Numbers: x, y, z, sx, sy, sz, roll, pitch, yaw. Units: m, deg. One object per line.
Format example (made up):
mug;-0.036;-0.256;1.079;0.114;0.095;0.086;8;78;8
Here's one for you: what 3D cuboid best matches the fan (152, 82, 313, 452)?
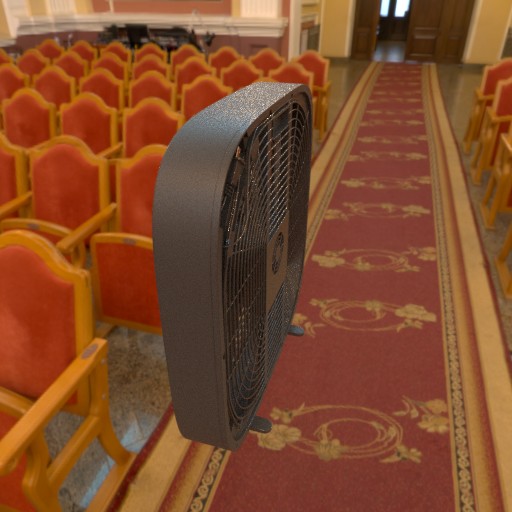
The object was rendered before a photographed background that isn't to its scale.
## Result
fan;0.000;0.000;0.771;0.142;0.533;0.526;9;31;15
